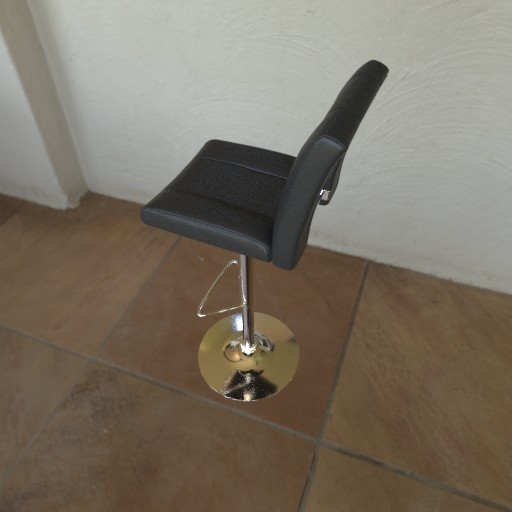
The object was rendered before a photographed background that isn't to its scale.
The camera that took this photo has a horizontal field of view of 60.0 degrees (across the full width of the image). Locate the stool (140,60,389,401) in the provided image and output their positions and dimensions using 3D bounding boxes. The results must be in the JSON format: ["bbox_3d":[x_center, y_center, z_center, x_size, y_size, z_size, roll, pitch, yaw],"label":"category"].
[{"bbox_3d":[0.000,0.000,1.382,0.520,1.151,0.415,17,48,17],"label":"stool"}]
